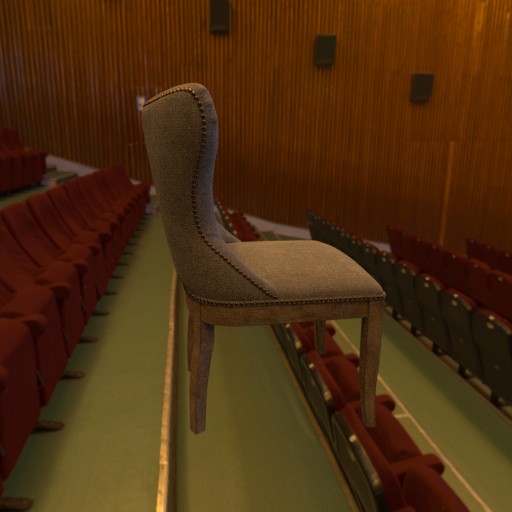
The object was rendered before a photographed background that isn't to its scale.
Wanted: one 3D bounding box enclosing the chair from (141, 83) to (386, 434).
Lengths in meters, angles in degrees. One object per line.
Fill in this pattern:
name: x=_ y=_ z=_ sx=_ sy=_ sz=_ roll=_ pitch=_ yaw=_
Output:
chair: x=0.000 y=0.000 z=1.468 sx=0.681 sy=1.002 sz=0.654 roll=-2 pitch=15 yaw=-9
